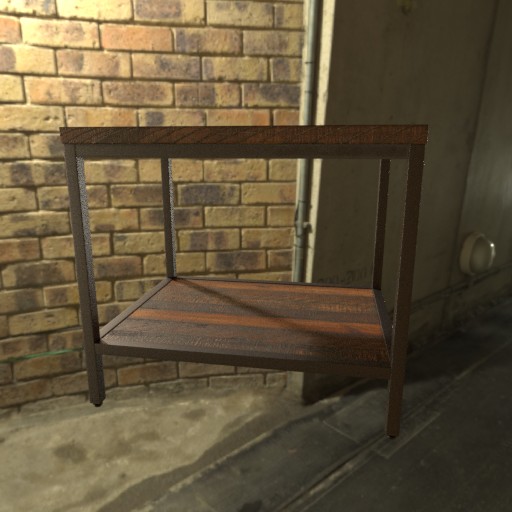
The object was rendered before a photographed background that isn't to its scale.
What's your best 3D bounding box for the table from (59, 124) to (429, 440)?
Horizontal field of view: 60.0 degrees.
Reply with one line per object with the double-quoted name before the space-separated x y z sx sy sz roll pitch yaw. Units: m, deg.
"table" 0.000 0.000 1.119 0.678 0.612 0.524 3 14 10
